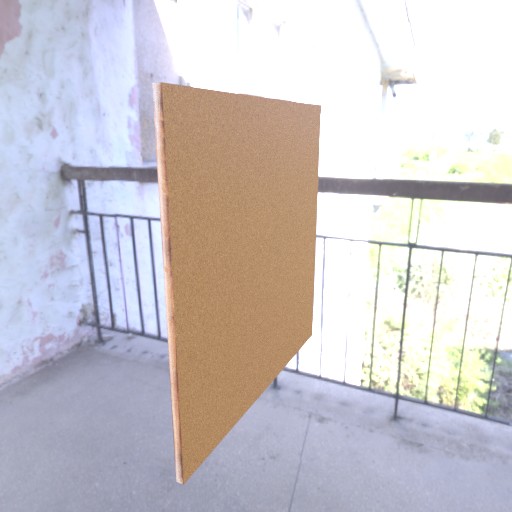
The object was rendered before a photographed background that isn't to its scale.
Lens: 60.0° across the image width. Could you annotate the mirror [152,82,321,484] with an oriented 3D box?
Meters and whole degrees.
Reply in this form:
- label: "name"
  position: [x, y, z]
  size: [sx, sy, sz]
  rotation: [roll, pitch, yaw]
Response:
- label: "mirror"
  position: [0.000, 0.000, 1.195]
  size: [0.061, 0.804, 0.804]
  rotation: [8, 18, 26]
